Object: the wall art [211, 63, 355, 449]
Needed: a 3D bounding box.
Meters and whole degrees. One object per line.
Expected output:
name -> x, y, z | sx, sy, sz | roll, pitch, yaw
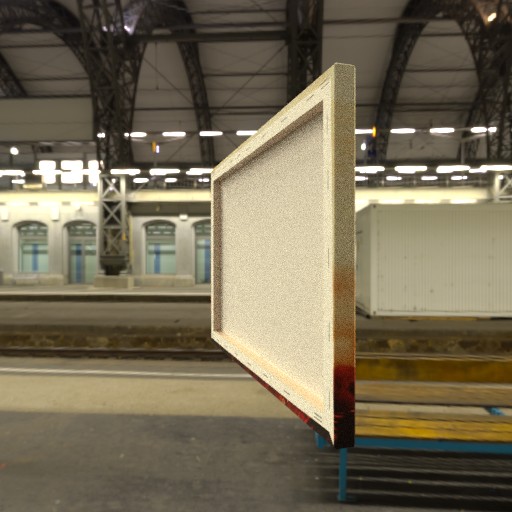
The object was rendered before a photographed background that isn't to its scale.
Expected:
wall art -> 0.000, 0.000, 1.130 | 0.038, 0.602, 0.918 | 0, 0, -18
